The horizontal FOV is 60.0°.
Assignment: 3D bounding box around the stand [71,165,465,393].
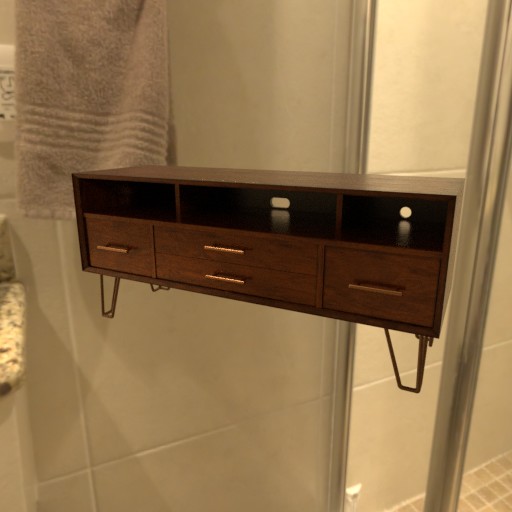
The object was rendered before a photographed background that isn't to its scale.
[{"bbox_3d":[0.000,0.000,1.701,1.372,0.610,0.481,8,18,26],"label":"stand"}]
